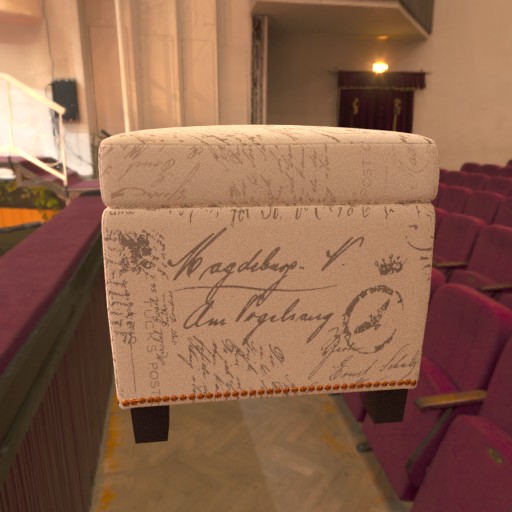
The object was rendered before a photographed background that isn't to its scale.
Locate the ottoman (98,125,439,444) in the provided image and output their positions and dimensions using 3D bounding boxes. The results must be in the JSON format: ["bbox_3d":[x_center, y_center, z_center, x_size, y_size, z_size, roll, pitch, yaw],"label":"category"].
[{"bbox_3d":[0.000,0.000,0.809,0.450,0.457,0.449,-2,15,-7],"label":"ottoman"}]
